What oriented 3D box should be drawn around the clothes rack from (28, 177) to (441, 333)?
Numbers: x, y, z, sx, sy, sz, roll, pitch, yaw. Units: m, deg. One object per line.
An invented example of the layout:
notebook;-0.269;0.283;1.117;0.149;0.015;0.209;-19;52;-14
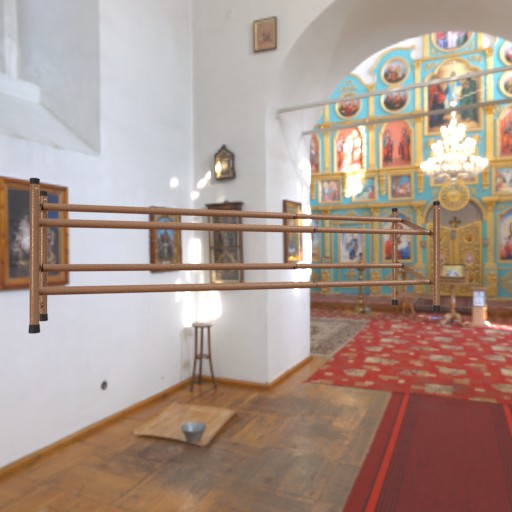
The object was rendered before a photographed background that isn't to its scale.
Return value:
clothes rack;0.000;0.000;1.297;1.168;0.349;0.229;0;0;-21
